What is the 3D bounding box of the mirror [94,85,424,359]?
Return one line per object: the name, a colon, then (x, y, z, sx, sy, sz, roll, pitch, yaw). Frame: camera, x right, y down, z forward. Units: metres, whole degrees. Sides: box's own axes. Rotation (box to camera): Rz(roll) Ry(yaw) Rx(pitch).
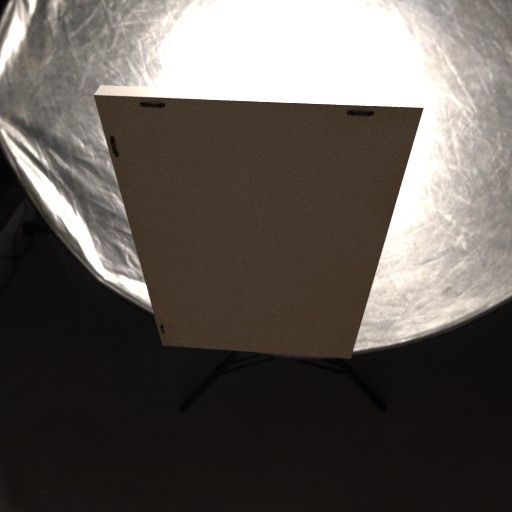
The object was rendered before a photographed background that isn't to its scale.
mirror: (0.000, 0.000, 0.943, 0.507, 0.710, 0.039, 3, 46, 3)
